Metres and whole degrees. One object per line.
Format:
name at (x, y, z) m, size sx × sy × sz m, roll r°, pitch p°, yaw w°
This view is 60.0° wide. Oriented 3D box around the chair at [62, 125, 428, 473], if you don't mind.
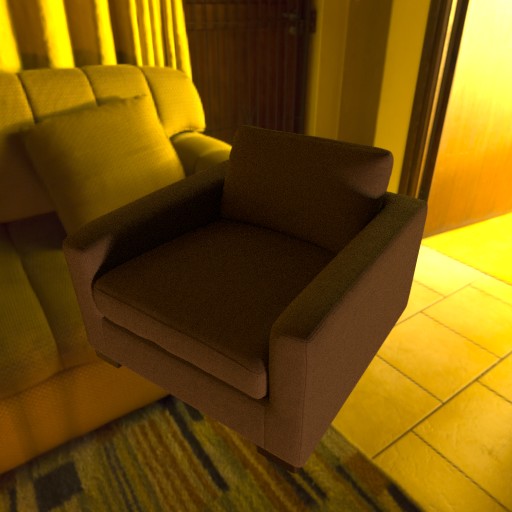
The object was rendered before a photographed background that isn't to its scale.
chair at (0.000, 0.000, 1.859) m, size 1.070 × 0.847 × 1.100 m, roll 19°, pitch 35°, yaw 29°
